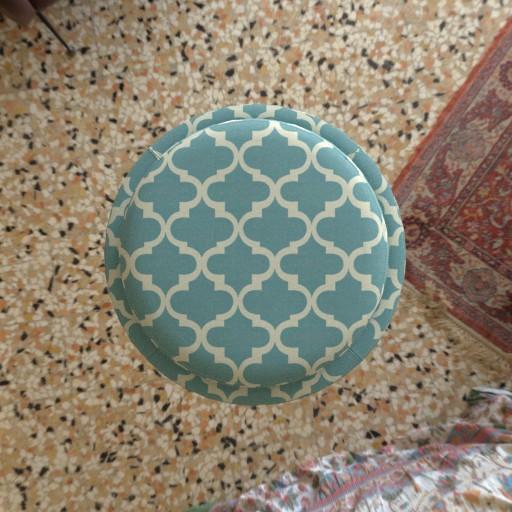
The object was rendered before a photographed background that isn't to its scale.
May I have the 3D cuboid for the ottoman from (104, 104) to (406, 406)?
[{"bbox_3d":[0.000,0.000,0.832,0.480,0.429,0.480,0,88,1],"label":"ottoman"}]
